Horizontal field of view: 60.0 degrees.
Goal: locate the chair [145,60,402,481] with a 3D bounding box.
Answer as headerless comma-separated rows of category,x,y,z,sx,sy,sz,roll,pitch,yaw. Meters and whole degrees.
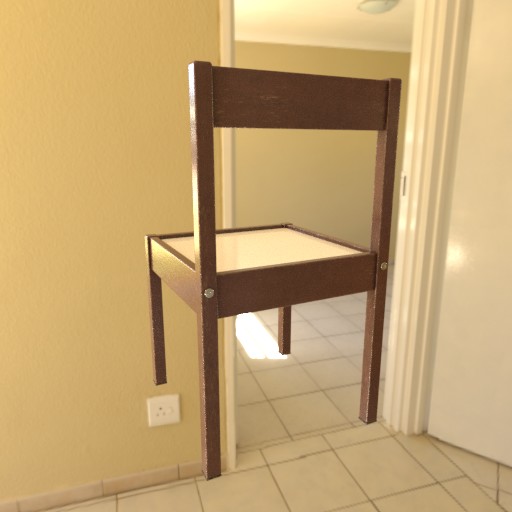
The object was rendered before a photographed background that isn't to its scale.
chair,0.000,0.000,0.696,0.285,0.505,0.285,-7,16,-26
